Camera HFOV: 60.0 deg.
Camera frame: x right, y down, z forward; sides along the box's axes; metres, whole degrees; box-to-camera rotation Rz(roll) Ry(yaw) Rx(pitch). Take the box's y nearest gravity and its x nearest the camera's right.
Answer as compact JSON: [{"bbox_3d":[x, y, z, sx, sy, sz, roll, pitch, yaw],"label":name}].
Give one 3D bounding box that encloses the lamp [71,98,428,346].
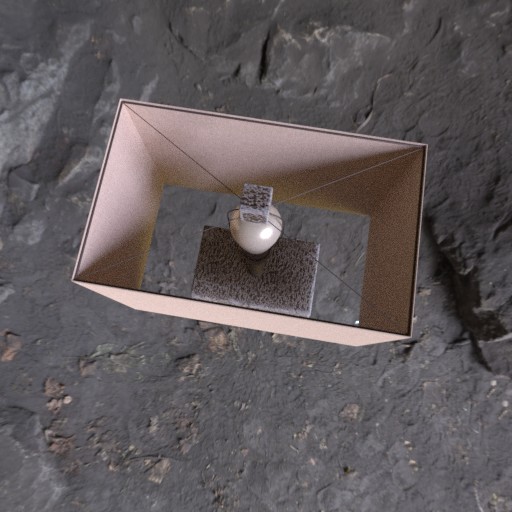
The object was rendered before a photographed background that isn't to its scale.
[{"bbox_3d":[0.000,0.000,0.569,0.294,0.411,0.180,9,77,2],"label":"lamp"}]
